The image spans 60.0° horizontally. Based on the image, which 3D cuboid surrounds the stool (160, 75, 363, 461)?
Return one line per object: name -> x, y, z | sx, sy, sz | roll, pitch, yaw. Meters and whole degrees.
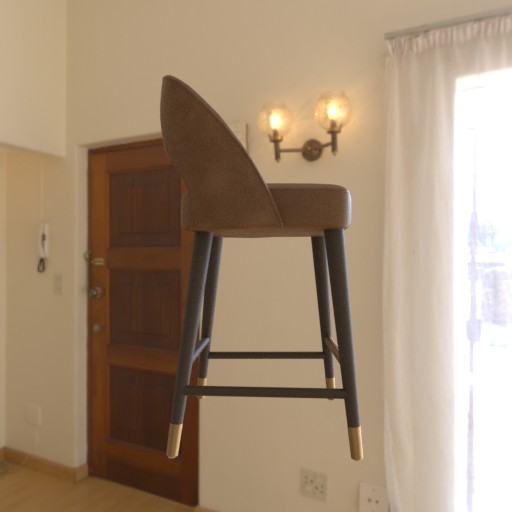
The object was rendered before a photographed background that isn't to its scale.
stool -> 0.000, 0.000, 1.246 | 0.509, 0.940, 0.494 | 0, 0, 2
